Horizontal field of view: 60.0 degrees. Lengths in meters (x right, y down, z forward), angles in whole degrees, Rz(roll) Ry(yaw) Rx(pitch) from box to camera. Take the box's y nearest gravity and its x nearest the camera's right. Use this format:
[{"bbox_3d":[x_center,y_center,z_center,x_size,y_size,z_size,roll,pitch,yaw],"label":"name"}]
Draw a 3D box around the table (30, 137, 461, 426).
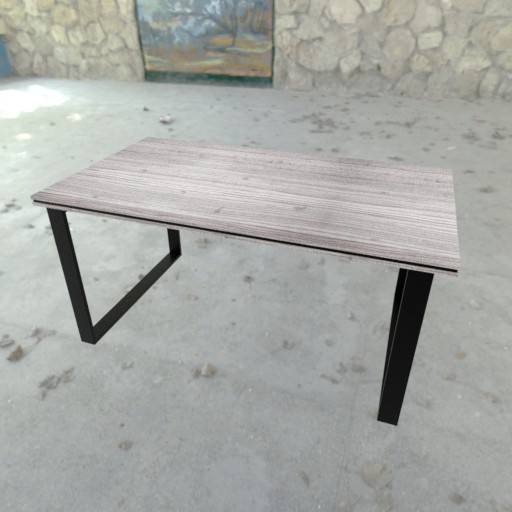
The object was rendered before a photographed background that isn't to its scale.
[{"bbox_3d":[0.000,0.000,2.069,1.579,0.736,0.881,10,32,16],"label":"table"}]
